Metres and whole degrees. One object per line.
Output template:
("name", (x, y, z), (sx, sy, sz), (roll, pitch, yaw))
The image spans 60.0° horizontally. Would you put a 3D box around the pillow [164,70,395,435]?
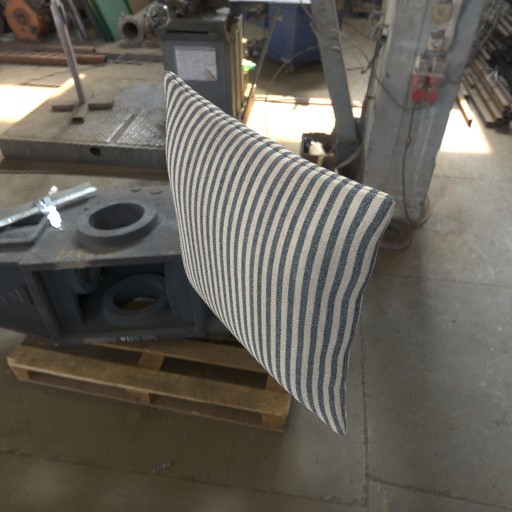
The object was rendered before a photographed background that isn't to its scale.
("pillow", (0.000, 0.000, 0.792), (0.166, 0.510, 0.523), (-26, 47, -27))
